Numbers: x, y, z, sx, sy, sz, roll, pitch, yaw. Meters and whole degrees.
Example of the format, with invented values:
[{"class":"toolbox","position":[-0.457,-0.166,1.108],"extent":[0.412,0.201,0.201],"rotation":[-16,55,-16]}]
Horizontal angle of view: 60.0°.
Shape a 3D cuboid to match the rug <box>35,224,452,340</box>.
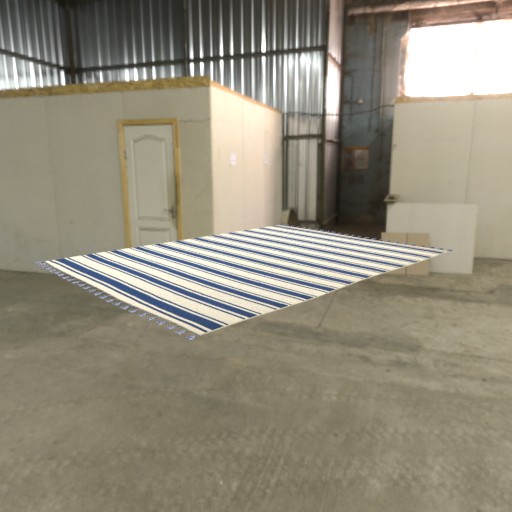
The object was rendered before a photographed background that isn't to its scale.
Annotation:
[{"class":"rug","position":[0.000,0.000,4.406],"extent":[3.416,0.016,2.471],"rotation":[-12,18,-42]}]
